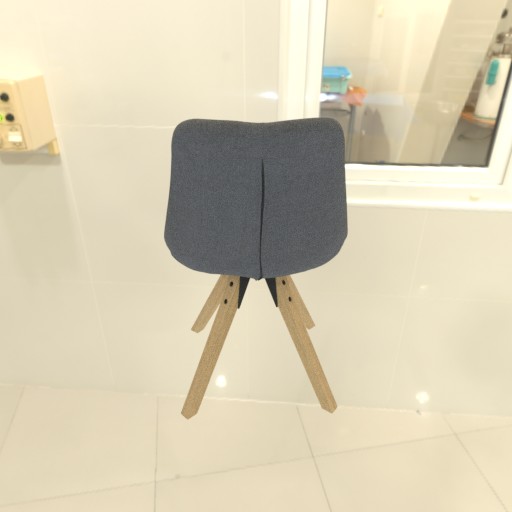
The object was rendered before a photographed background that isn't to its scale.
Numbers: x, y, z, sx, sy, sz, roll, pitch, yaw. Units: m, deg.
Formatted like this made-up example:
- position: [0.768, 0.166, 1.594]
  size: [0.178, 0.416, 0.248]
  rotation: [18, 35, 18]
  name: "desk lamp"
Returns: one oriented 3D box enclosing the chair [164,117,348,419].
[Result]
- position: [0.000, 0.000, 1.229]
  size: [0.485, 0.850, 0.550]
  rotation: [-2, 29, -3]
  name: "chair"
